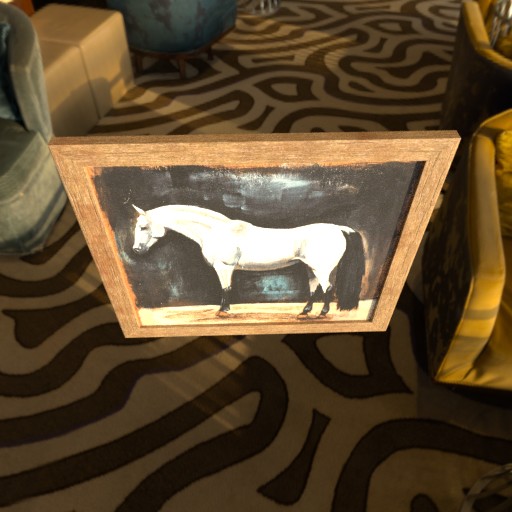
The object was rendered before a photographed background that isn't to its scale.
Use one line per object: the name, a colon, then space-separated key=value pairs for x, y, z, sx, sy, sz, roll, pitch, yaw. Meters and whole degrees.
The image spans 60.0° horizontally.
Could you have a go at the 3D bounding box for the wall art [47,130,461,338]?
wall art: x=0.000 y=0.000 z=0.963 sx=0.690 sy=0.588 sz=0.026 roll=-1 pitch=47 yaw=-1
